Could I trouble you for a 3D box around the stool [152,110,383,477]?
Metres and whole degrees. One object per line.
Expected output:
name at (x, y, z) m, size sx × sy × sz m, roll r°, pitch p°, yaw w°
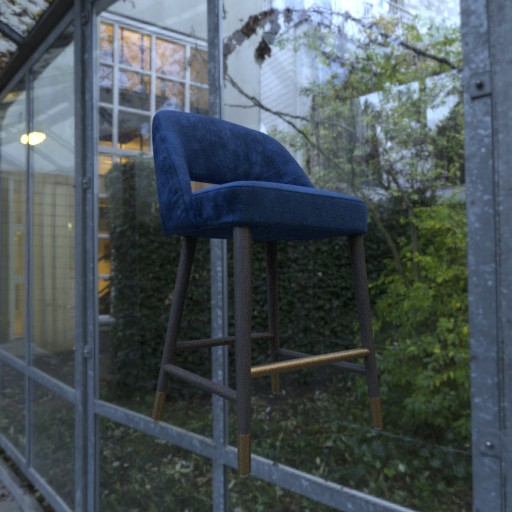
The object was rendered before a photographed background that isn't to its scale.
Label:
stool at (0.000, 0.000, 1.261) m, size 0.536 × 0.925 × 0.524 m, roll 1°, pitch -2°, yaw -37°
